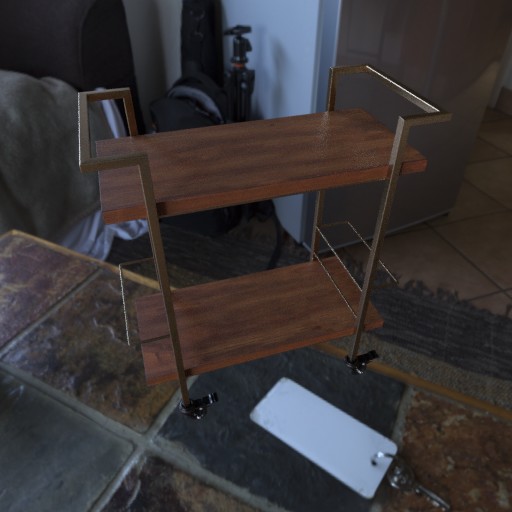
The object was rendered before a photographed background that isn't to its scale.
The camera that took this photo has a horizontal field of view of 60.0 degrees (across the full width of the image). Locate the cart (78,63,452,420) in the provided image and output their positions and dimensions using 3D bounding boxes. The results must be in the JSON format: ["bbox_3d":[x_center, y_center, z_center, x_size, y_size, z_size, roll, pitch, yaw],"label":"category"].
[{"bbox_3d":[0.000,0.000,1.151,0.695,0.807,0.364,-11,41,-13],"label":"cart"}]
